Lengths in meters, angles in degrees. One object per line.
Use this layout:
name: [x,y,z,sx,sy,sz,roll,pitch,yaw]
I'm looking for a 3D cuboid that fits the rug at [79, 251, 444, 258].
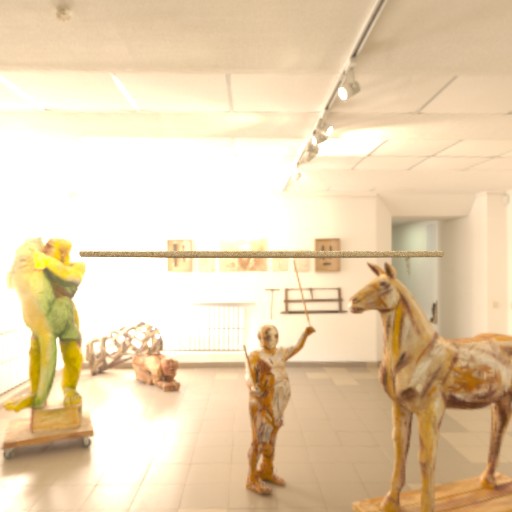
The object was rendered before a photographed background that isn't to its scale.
rug: [0.000,0.000,2.993,1.500,0.025,2.346,0,0,-1]
